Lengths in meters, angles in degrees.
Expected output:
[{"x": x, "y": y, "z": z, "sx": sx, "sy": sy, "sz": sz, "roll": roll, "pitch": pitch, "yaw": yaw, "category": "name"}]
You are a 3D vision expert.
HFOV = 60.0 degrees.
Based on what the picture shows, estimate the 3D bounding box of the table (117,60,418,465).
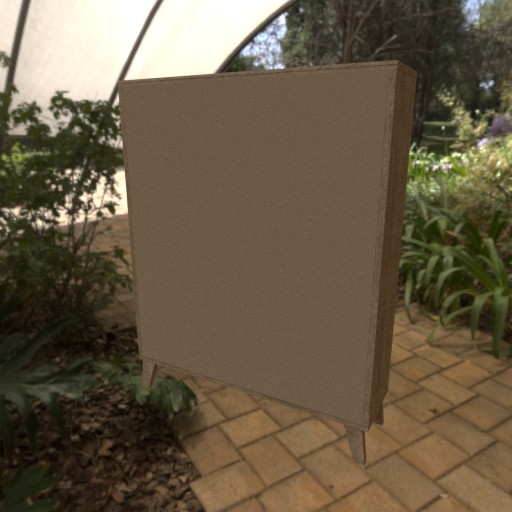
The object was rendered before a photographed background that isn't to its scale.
[{"x": 0.000, "y": 0.000, "z": 1.506, "sx": 0.902, "sy": 1.135, "sz": 0.256, "roll": 9, "pitch": 18, "yaw": 28, "category": "table"}]
